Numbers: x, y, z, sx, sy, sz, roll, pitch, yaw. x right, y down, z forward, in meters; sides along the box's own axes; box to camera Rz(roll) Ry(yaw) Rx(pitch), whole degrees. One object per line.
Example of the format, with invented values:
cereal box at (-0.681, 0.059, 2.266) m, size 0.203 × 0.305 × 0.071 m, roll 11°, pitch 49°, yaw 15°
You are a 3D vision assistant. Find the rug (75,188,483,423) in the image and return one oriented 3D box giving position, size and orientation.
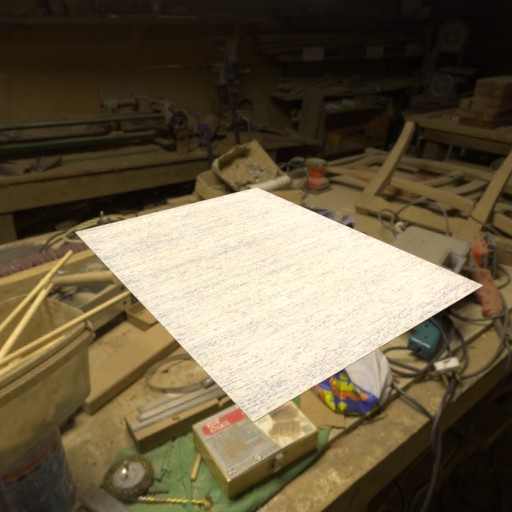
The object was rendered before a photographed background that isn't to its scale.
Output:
rug at (0.000, 0.000, 4.256) m, size 2.438 × 0.006 × 3.197 m, roll -19°, pitch 33°, yaw -32°
